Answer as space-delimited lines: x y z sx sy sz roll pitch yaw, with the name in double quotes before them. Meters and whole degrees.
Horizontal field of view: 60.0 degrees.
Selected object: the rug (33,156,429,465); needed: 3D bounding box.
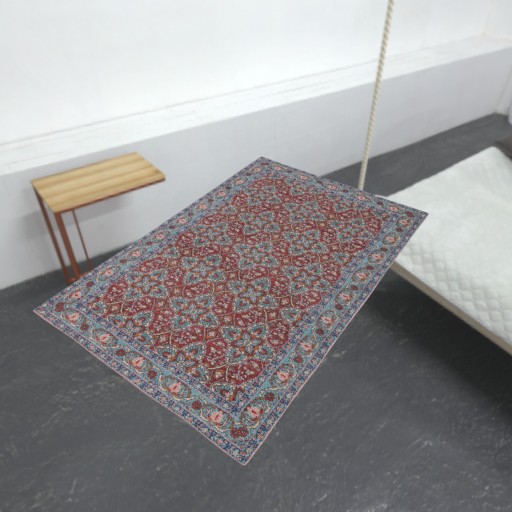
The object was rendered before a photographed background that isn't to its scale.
"rug" 0.000 0.000 2.331 1.219 0.009 1.829 25 46 26
